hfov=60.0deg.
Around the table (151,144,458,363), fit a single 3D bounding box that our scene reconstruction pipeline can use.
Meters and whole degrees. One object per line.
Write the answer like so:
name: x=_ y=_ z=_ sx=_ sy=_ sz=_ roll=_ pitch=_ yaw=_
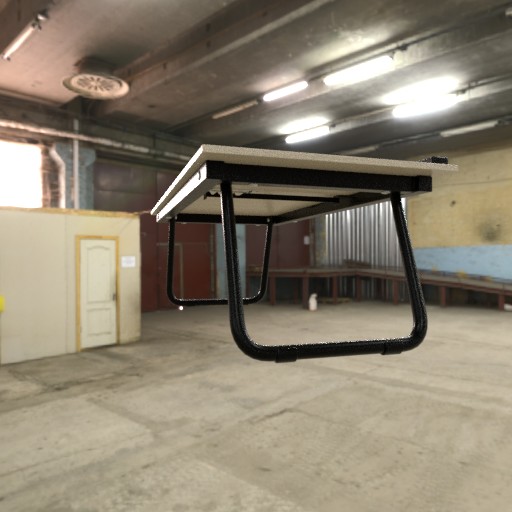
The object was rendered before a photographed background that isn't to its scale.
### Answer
table: x=0.000 y=0.000 z=0.805 sx=0.322 sy=0.242 sz=0.644 roll=0 pitch=-1 yaw=-18
